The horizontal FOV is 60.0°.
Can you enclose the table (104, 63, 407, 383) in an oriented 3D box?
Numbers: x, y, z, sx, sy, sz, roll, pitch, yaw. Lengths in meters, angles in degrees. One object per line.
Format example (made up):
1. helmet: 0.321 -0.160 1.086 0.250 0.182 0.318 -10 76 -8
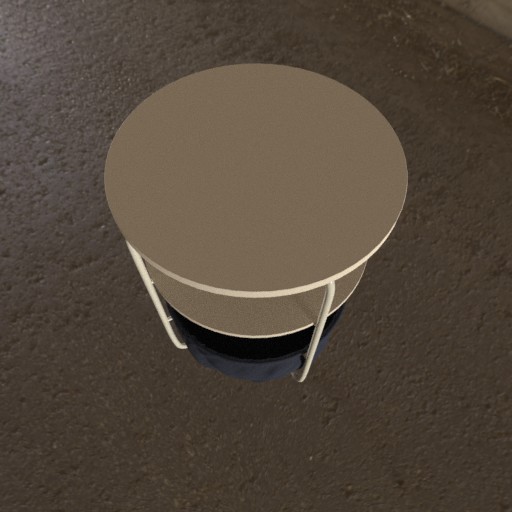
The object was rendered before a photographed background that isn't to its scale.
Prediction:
1. table: 0.000 0.000 0.848 0.418 0.532 0.418 14 60 8
